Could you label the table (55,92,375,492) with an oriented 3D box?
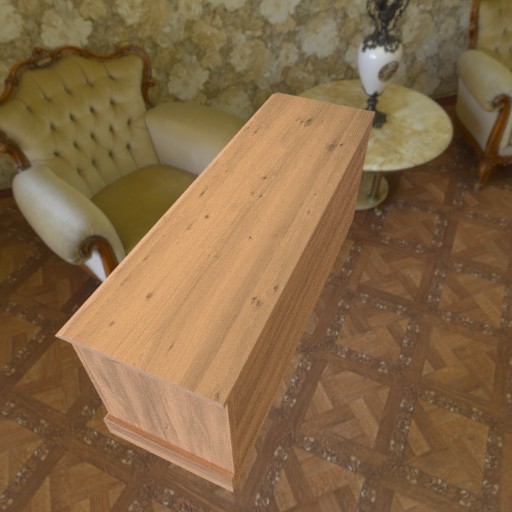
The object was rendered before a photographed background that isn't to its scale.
[{"bbox_3d":[0.000,0.000,1.435,0.400,0.510,1.200,18,48,16],"label":"table"}]
